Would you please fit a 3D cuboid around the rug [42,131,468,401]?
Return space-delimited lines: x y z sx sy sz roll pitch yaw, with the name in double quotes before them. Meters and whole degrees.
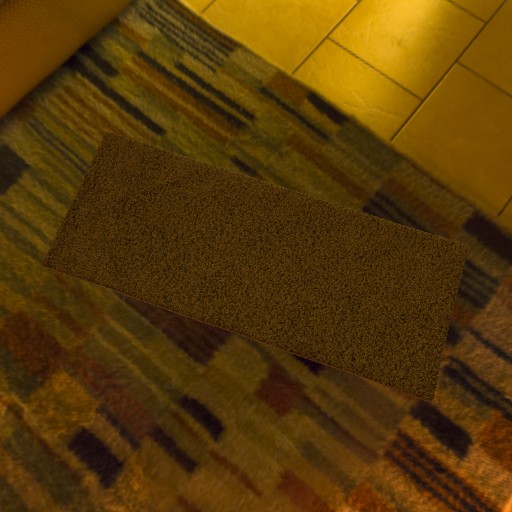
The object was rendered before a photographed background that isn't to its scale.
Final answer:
"rug" 0.000 0.000 1.703 1.524 0.030 0.609 18 76 5
